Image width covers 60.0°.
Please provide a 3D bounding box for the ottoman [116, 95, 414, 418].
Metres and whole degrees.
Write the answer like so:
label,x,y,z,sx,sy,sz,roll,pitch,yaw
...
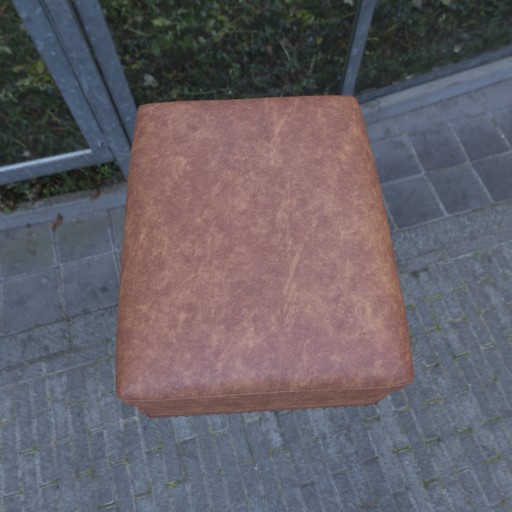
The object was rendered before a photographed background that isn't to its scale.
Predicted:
label,x,y,z,sx,sy,sz,roll,pitch,yaw
ottoman,0.000,0.000,1.140,0.586,0.486,0.742,-3,64,-1
